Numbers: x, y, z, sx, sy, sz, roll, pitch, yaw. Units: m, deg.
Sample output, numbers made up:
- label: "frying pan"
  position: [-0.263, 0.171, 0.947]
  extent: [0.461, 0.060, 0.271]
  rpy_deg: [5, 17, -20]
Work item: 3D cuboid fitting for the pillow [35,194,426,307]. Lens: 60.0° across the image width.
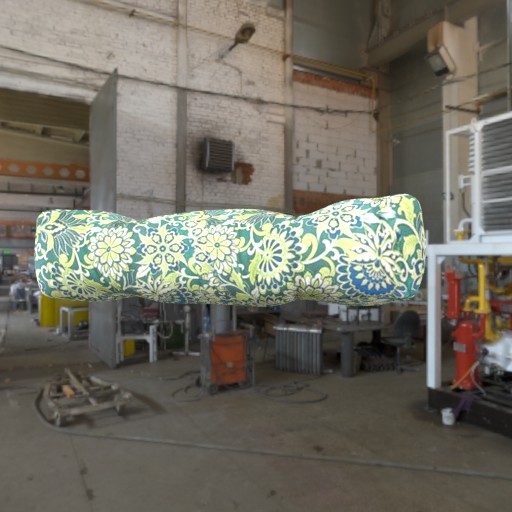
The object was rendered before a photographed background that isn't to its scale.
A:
- label: "pillow"
  position: [0.000, 0.000, 0.724]
  extent: [0.490, 0.128, 0.468]
  rpy_deg: [0, 0, 17]
